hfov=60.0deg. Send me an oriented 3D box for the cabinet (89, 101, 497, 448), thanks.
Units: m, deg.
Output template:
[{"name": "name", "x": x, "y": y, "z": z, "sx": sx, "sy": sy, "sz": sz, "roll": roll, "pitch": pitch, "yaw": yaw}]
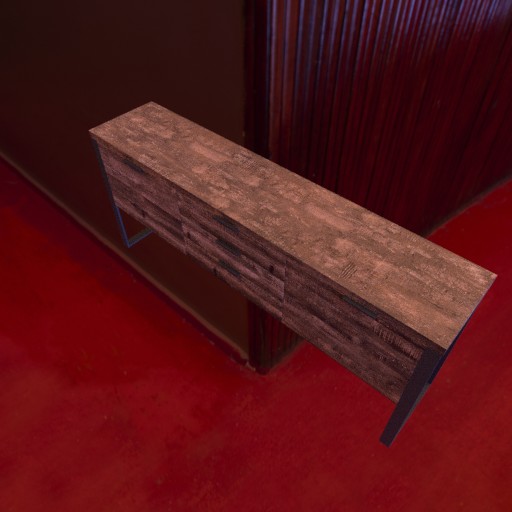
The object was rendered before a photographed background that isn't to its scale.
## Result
[{"name": "cabinet", "x": 0.000, "y": 0.000, "z": 2.063, "sx": 1.800, "sy": 0.762, "sz": 0.395, "roll": 33, "pitch": 55, "yaw": 27}]
